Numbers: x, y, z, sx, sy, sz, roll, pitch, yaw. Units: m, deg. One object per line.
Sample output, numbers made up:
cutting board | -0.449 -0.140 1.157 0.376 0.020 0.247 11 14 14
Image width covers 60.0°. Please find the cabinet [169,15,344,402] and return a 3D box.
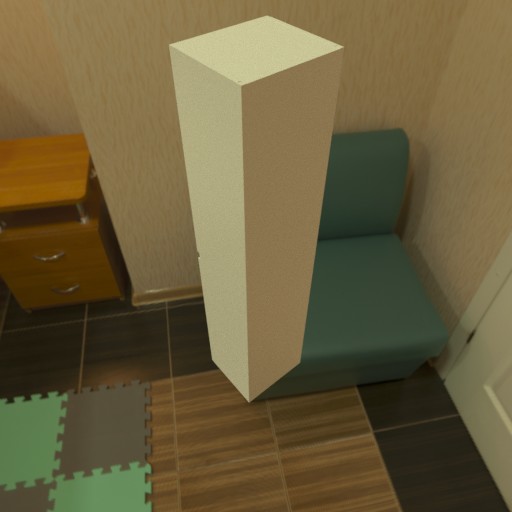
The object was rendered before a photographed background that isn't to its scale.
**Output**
cabinet | 0.000 0.000 1.524 0.300 1.400 0.269 -31 54 -26
